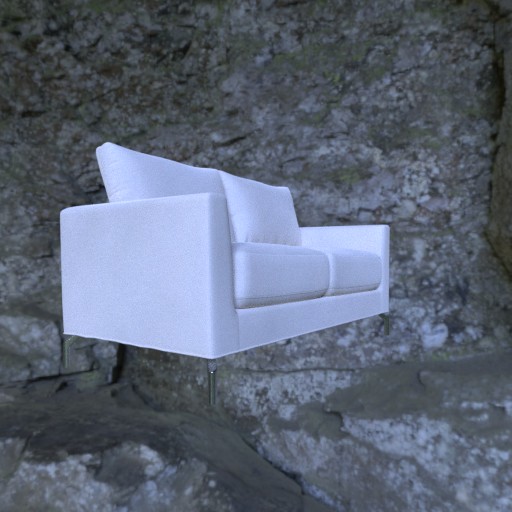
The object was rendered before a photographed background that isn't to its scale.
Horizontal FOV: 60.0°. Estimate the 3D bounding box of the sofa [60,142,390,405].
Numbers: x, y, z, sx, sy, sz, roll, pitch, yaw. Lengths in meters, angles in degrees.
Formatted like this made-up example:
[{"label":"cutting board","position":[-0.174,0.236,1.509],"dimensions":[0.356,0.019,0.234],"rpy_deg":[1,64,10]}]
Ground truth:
[{"label":"sofa","position":[0.000,0.000,2.392],"dimensions":[0.906,0.995,1.739],"rpy_deg":[0,-1,36]}]
